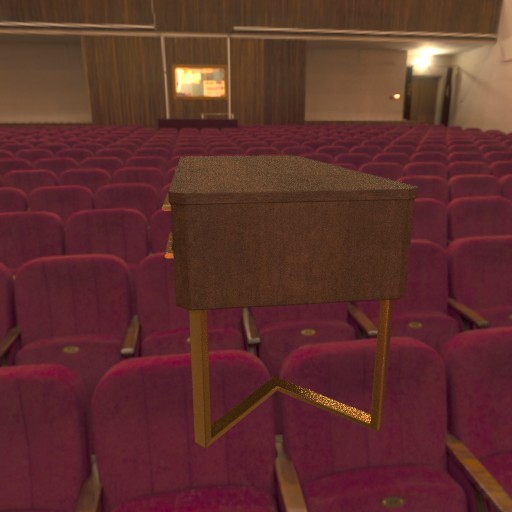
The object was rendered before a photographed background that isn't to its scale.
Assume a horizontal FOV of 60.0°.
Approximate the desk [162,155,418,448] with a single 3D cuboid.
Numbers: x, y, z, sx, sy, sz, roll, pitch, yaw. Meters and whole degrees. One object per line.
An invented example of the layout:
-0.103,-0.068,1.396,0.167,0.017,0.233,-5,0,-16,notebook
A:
0.000,0.000,1.922,0.684,0.762,1.479,-2,16,-8,desk
